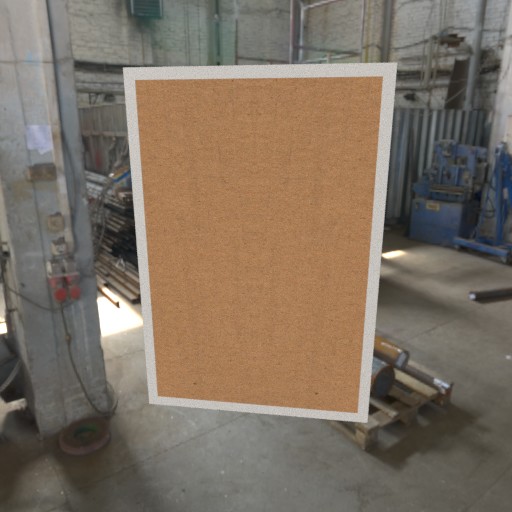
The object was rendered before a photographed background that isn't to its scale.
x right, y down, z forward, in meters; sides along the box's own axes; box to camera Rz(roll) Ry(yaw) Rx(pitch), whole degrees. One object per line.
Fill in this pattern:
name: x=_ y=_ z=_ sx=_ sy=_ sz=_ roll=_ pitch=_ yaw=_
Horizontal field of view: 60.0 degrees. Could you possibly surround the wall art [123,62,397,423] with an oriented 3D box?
wall art: x=0.000 y=0.000 z=0.541 sx=0.293 sy=0.428 sz=0.025 roll=2 pitch=17 yaw=8
